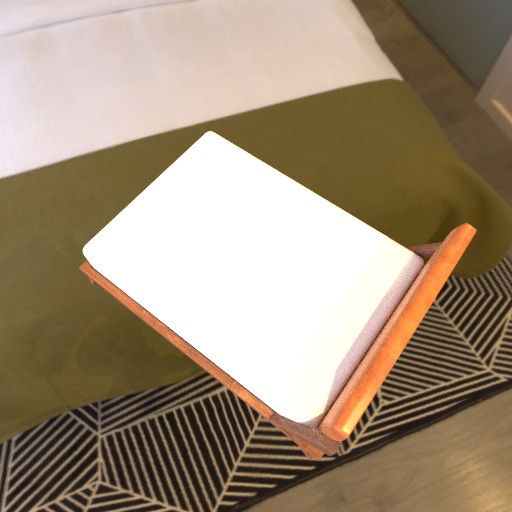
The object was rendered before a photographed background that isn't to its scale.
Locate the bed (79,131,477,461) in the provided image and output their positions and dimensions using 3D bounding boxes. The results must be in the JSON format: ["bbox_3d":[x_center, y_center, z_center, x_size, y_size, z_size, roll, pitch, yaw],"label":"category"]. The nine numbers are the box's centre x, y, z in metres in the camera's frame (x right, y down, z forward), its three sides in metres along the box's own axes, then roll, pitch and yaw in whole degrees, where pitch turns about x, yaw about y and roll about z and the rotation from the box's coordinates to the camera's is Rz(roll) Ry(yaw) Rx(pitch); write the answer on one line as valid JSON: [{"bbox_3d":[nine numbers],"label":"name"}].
[{"bbox_3d":[0.000,0.000,3.270,2.311,1.168,1.651,34,68,16],"label":"bed"}]
